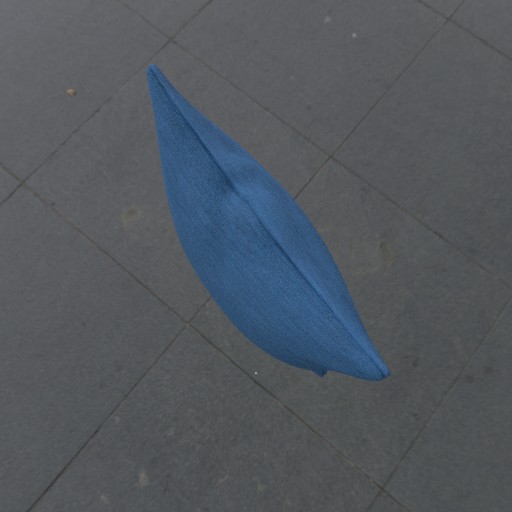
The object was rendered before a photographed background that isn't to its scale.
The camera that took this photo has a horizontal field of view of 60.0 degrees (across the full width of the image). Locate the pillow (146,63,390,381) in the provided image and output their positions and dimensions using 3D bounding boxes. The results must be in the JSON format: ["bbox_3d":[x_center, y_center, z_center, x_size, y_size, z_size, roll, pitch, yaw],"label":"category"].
[{"bbox_3d":[0.000,0.000,0.671,0.177,0.420,0.437,-35,78,-9],"label":"pillow"}]
